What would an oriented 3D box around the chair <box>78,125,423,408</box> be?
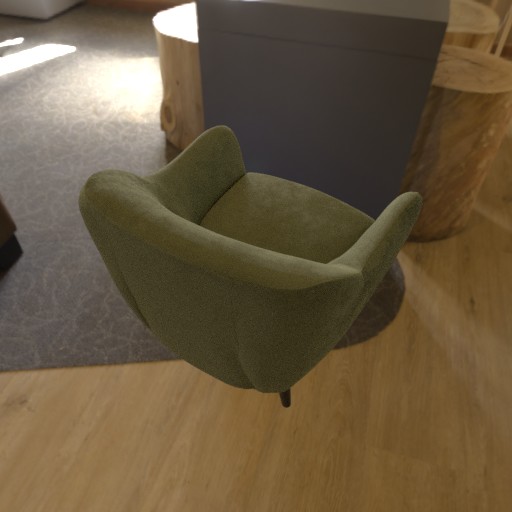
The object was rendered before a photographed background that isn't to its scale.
[{"bbox_3d":[0.000,0.000,1.517,0.840,0.804,0.819,25,51,22],"label":"chair"}]
